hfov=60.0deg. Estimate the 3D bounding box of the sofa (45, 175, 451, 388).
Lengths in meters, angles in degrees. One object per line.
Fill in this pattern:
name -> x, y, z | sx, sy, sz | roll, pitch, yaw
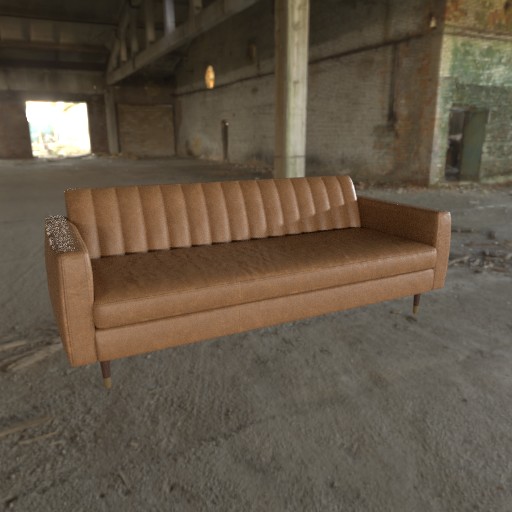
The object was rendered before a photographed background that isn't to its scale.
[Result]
sofa -> 0.000, 0.000, 2.676 | 2.291, 0.821, 0.990 | -8, 17, -26
